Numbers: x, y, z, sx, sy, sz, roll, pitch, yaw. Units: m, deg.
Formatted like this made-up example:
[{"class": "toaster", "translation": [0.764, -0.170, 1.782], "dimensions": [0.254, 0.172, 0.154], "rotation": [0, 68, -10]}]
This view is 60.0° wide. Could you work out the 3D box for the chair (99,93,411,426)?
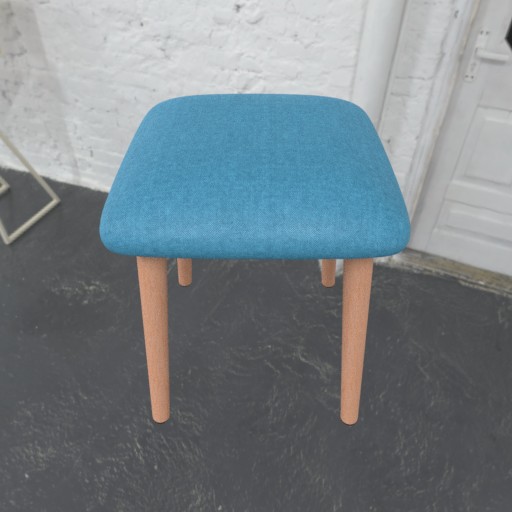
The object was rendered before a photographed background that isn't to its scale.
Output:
[{"class": "chair", "translation": [0.000, 0.000, 0.715], "dimensions": [0.360, 0.450, 0.360], "rotation": [0, 42, 0]}]
